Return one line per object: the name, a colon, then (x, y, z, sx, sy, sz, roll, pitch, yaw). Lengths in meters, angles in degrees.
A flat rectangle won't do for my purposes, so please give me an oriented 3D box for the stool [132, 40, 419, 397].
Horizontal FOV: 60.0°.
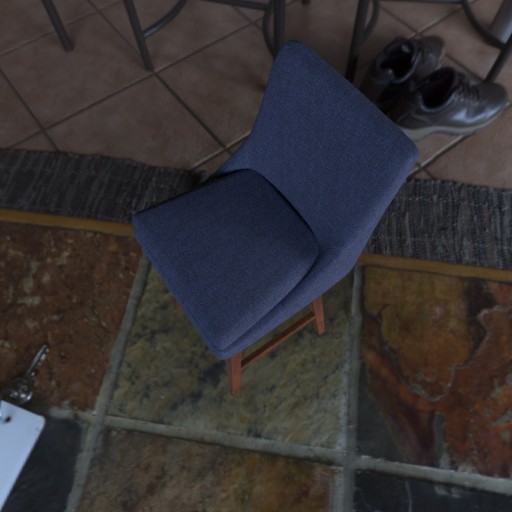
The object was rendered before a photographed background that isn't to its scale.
stool: (0.000, 0.000, 1.396, 0.572, 1.068, 0.489, -32, 68, -15)
